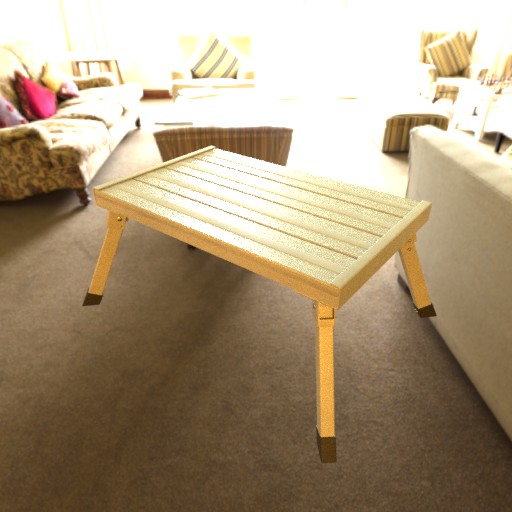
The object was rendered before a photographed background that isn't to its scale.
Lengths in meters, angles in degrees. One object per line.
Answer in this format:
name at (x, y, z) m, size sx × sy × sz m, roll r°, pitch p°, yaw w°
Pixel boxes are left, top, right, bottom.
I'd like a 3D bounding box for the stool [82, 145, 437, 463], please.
stool at (0.000, 0.000, 0.751) m, size 0.535 × 0.225 × 0.385 m, roll 22°, pitch 38°, yaw 32°
